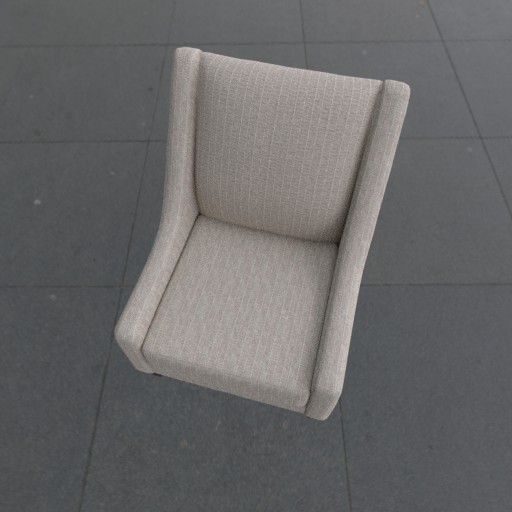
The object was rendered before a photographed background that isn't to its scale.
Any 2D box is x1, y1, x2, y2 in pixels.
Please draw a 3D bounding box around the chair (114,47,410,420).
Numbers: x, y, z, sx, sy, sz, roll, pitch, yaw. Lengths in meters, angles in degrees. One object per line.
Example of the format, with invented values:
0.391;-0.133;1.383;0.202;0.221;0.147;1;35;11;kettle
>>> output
0.000;0.000;1.592;0.774;1.014;0.870;13;58;8;chair
